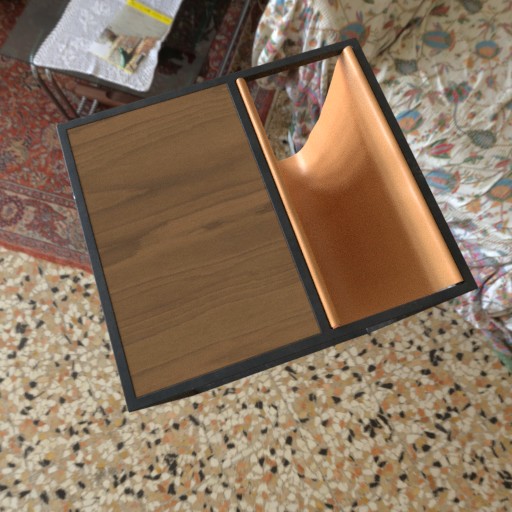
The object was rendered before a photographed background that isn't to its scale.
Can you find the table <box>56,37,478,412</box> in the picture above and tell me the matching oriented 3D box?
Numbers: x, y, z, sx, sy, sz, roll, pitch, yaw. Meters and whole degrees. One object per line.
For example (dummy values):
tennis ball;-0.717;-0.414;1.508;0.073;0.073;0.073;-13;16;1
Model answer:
table;0.000;0.000;0.837;0.450;0.536;0.399;-18;75;-5
